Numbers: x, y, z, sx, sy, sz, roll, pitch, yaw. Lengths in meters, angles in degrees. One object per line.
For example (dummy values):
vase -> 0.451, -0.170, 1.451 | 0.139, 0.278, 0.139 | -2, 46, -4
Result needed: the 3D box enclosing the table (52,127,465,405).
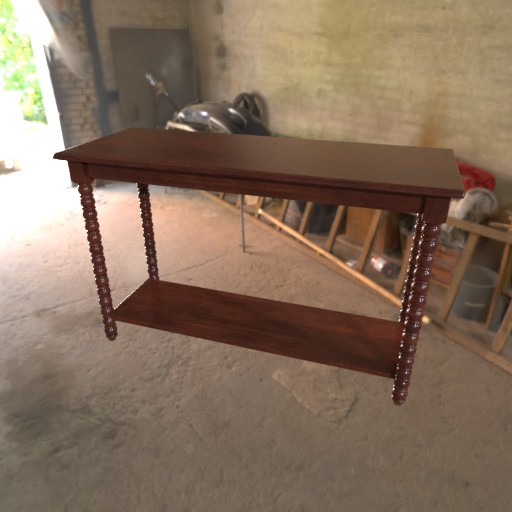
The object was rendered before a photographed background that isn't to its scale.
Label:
table -> 0.000, 0.000, 1.559 | 1.184, 0.740, 0.459 | 8, 28, 16
